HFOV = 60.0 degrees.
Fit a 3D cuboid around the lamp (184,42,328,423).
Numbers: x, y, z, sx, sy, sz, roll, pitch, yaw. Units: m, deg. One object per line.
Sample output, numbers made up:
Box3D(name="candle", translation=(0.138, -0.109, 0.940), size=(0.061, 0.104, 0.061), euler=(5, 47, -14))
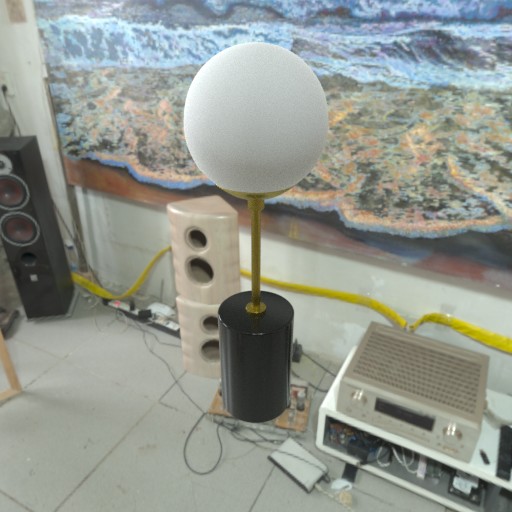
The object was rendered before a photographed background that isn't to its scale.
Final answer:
Box3D(name="lamp", translation=(0.000, 0.000, 0.552), size=(0.153, 0.480, 0.153), euler=(0, 29, 0))
